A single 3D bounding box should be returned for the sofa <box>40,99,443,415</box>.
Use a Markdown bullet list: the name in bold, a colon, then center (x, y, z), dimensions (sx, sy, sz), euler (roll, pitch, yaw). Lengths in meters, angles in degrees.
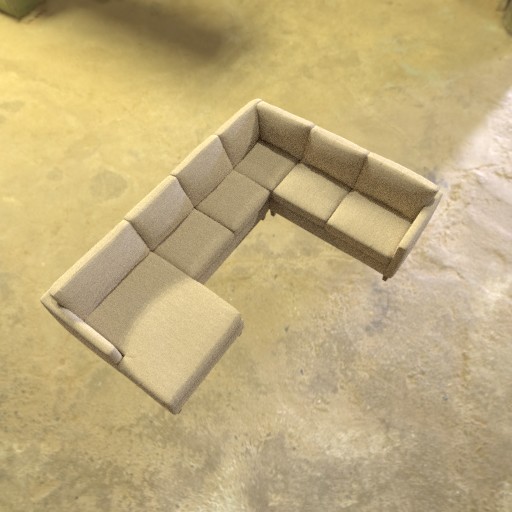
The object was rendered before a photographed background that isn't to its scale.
- **sofa**: center (0.000, 0.000, 4.685), dimensions (2.594, 0.961, 3.460), euler (32, 64, 17)
